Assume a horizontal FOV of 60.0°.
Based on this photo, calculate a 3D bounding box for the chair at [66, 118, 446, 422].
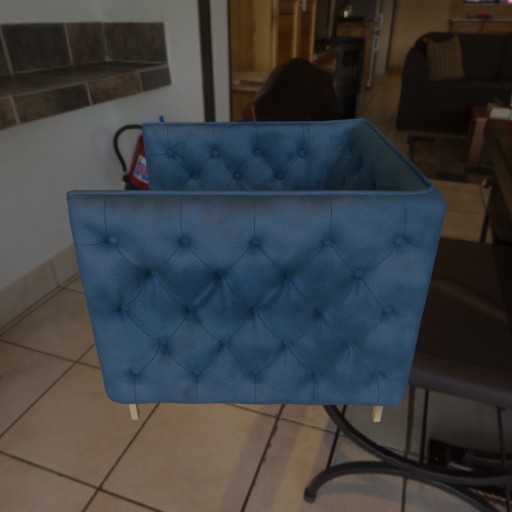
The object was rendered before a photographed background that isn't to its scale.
[{"bbox_3d":[0.000,0.000,1.510,0.877,0.771,0.868,0,29,1],"label":"chair"}]
